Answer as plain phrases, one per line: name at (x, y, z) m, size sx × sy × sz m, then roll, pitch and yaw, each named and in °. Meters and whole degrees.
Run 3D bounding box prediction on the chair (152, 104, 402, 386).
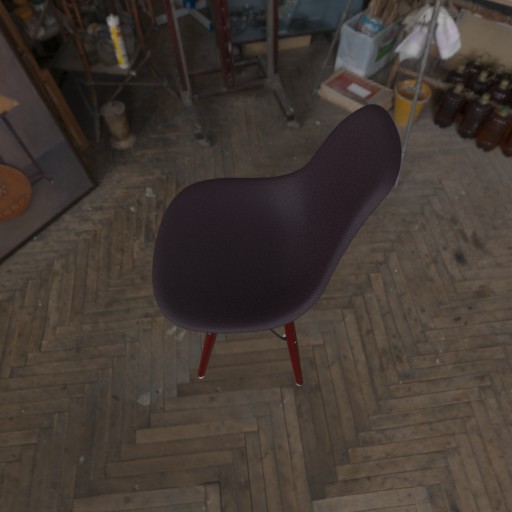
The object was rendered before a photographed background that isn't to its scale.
chair at (0.000, 0.000, 1.170) m, size 0.533 × 0.826 × 0.470 m, roll 0°, pitch 58°, yaw 0°
